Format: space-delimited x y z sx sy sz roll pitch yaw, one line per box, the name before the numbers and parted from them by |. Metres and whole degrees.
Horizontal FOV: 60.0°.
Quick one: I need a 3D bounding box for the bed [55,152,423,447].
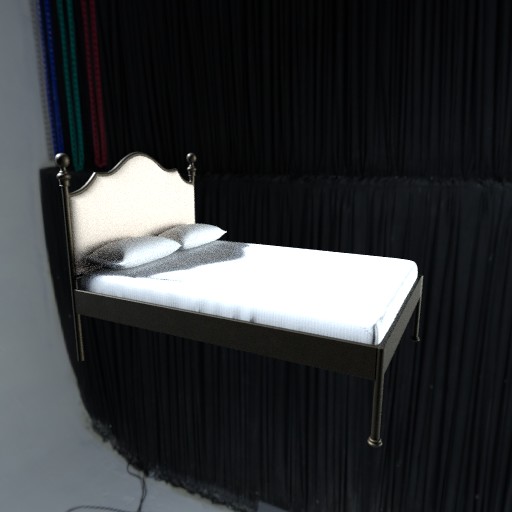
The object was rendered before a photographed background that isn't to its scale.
bed | 0.000 0.000 3.197 2.170 1.462 1.533 7 15 26
